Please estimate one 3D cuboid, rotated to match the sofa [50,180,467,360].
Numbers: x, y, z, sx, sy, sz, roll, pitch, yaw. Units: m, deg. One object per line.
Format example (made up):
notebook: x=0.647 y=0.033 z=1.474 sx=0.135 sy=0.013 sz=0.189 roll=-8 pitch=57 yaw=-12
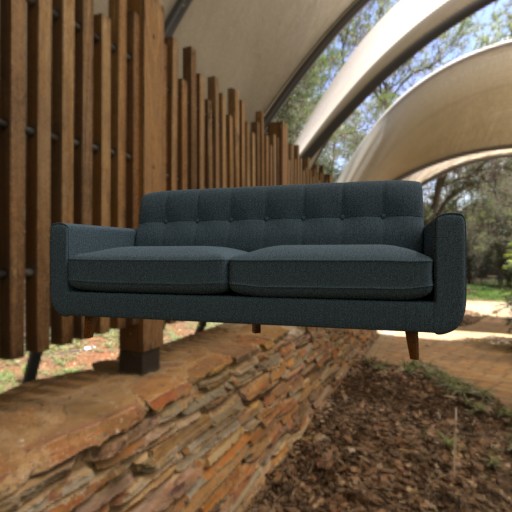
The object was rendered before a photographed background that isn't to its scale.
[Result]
sofa: x=0.000 y=0.000 z=2.521 sx=2.055 sy=0.884 sz=0.942 roll=0 pitch=0 yaw=17
